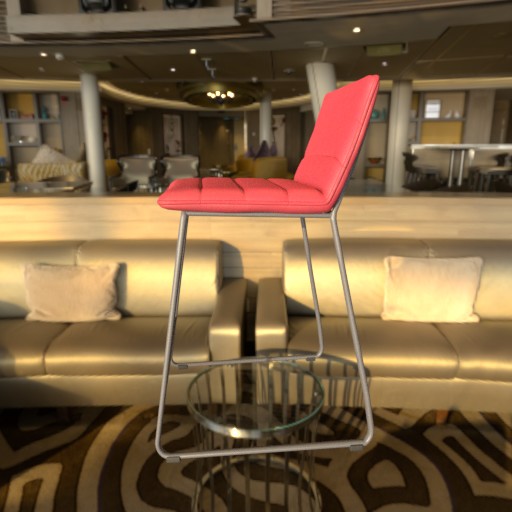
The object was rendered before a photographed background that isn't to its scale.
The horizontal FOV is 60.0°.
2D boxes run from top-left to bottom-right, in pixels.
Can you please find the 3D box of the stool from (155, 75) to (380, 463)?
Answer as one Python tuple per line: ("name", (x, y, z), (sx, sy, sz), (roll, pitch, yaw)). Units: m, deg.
("stool", (0.000, 0.000, 1.179), (0.524, 0.866, 0.489), (-2, 14, -7))
